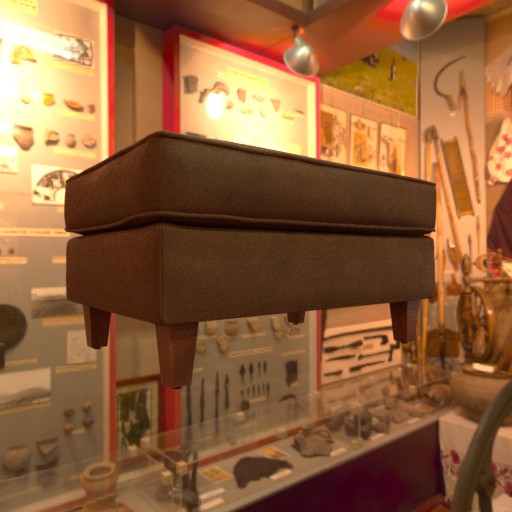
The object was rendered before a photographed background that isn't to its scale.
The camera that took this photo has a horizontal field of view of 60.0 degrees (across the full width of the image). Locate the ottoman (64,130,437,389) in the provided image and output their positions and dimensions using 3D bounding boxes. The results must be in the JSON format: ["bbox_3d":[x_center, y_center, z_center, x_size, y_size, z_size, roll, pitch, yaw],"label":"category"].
[{"bbox_3d":[0.000,0.000,1.188,0.860,0.481,0.596,0,0,-38],"label":"ottoman"}]
